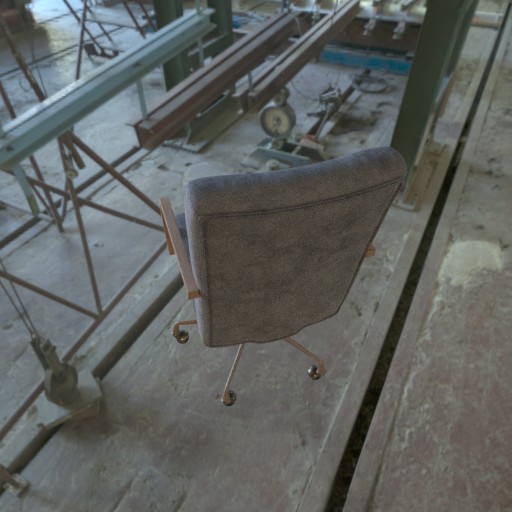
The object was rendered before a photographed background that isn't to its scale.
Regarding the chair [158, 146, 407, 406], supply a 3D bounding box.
[{"bbox_3d":[0.000,0.000,1.487,0.640,1.029,0.741,-13,44,-13],"label":"chair"}]
